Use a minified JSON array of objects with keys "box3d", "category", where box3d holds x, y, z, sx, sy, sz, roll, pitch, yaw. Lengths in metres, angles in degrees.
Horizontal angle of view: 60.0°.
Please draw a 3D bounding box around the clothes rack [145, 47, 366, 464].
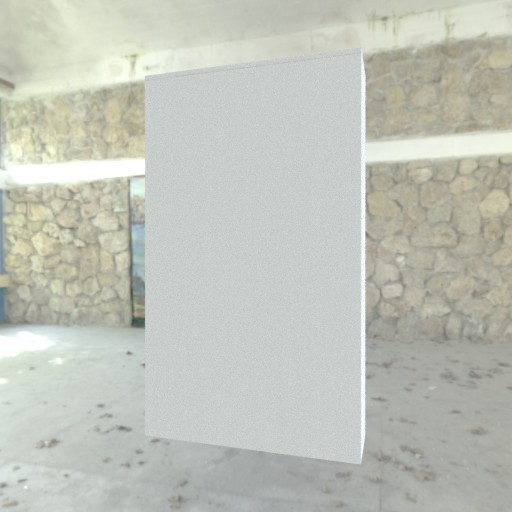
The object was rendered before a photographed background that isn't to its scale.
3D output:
[{"box3d":[0.000,0.000,1.587,0.750,1.280,0.250,0,0,17],"category":"clothes rack"}]
